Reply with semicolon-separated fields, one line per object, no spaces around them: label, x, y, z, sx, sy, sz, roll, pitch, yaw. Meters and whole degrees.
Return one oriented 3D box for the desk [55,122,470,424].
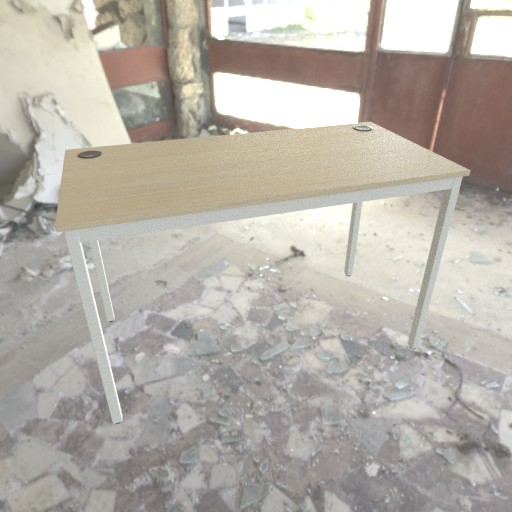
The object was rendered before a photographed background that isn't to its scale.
desk;0.000;0.000;1.650;1.200;0.750;0.600;-10;33;-15
